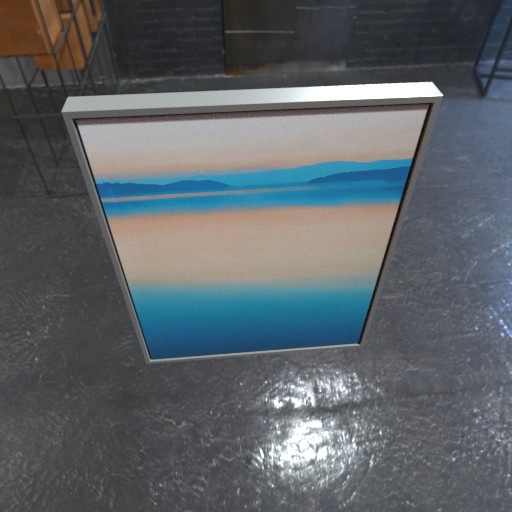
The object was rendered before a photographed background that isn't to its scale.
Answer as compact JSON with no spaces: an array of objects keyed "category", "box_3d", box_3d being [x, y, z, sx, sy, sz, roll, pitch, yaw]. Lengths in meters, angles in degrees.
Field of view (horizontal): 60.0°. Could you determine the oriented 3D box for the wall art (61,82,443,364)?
[{"category":"wall art","box_3d":[0.000,0.000,0.735,0.453,0.554,0.037,-4,46,-4]}]
